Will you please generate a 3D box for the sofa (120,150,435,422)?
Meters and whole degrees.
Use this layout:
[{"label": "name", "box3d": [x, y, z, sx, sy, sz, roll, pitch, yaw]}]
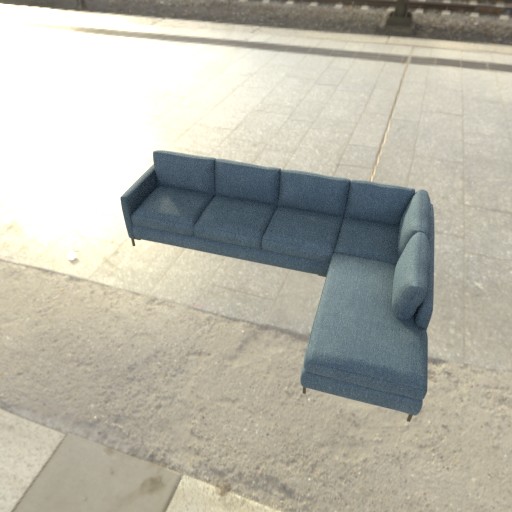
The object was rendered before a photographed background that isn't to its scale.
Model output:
[{"label": "sofa", "box3d": [0.000, 0.000, 3.903, 2.949, 0.815, 2.007, 11, 41, 13]}]
